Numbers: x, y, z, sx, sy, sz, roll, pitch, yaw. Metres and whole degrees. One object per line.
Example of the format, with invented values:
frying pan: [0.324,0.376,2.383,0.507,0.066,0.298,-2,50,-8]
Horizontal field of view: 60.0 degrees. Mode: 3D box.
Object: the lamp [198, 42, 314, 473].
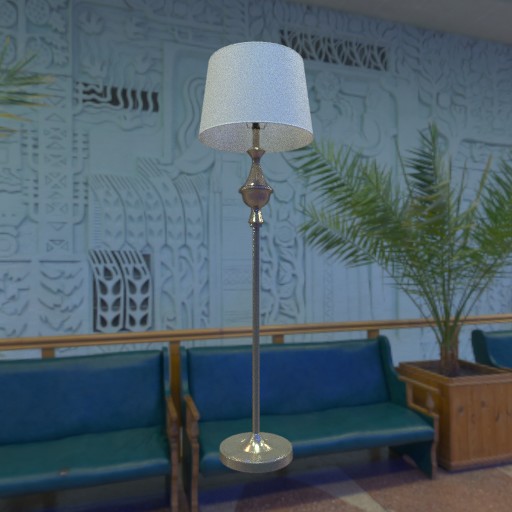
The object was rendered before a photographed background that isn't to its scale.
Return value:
lamp: [0.000,0.000,1.659,0.431,1.488,0.431,0,0,0]
